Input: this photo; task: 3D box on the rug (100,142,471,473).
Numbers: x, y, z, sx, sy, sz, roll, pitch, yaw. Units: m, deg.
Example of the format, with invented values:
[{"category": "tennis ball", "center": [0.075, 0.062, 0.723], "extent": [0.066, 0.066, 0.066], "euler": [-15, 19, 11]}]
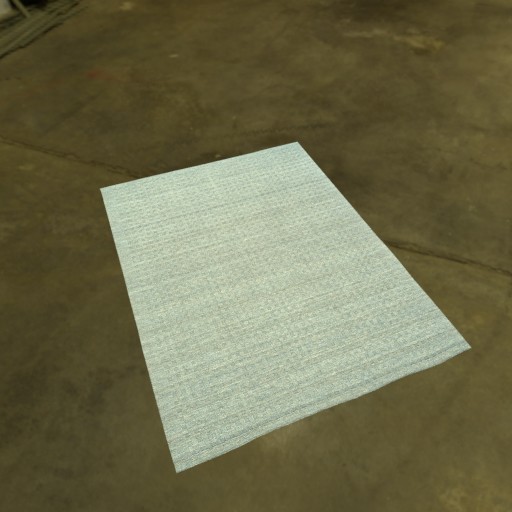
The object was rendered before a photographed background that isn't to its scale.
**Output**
[{"category": "rug", "center": [0.000, 0.000, 4.221], "extent": [2.443, 0.007, 3.200], "euler": [-17, 49, -15]}]
